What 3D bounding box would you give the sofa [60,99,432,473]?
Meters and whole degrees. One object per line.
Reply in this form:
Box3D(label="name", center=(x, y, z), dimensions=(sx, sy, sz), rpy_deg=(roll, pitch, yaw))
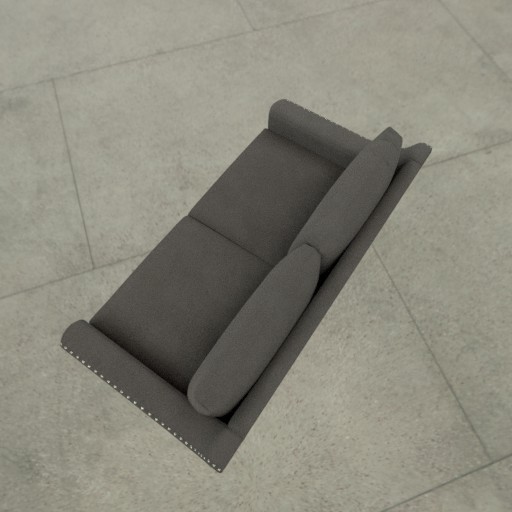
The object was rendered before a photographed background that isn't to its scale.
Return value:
Box3D(label="sofa", center=(0.000, 0.000, 3.210), dimensions=(1.336, 1.196, 2.550), rpy_deg=(32, 67, 15))
